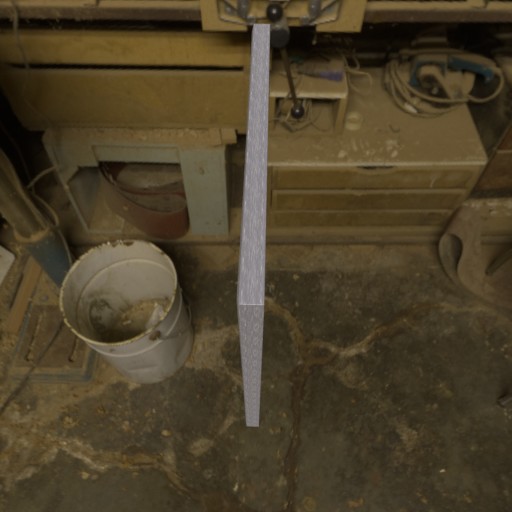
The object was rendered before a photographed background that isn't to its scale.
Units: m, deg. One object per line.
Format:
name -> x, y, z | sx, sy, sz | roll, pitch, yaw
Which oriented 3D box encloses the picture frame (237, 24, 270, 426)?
picture frame -> 0.000, 0.000, 0.767 | 0.029, 0.559, 0.454 | 1, 58, 1
